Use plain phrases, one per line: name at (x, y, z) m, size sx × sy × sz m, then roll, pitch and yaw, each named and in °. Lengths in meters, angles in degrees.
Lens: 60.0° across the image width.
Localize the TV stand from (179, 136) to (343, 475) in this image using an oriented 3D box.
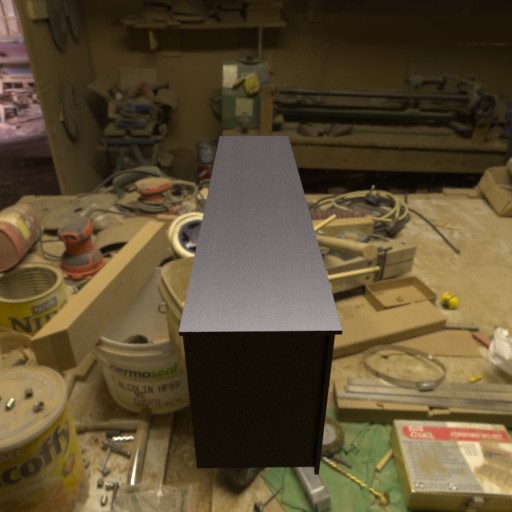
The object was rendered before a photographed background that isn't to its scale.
TV stand at (0.000, 0.000, 2.019) m, size 0.406 × 0.610 × 1.778 m, roll 0°, pitch 30°, yaw -1°
